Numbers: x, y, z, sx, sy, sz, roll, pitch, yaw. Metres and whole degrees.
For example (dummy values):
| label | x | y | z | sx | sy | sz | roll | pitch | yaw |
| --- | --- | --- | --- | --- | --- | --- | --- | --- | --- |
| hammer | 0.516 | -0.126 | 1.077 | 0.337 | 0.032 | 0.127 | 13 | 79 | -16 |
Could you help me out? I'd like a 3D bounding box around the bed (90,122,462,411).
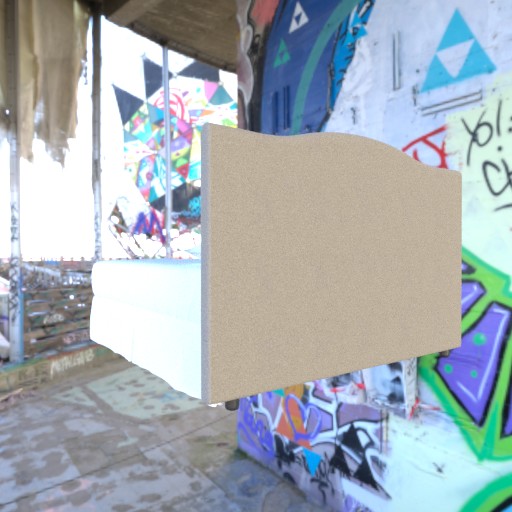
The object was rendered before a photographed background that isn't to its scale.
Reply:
| label | x | y | z | sx | sy | sz | roll | pitch | yaw |
| --- | --- | --- | --- | --- | --- | --- | --- | --- | --- |
| bed | 0.000 | 0.000 | 3.446 | 2.083 | 1.421 | 2.182 | 0 | 1 | -36 |
